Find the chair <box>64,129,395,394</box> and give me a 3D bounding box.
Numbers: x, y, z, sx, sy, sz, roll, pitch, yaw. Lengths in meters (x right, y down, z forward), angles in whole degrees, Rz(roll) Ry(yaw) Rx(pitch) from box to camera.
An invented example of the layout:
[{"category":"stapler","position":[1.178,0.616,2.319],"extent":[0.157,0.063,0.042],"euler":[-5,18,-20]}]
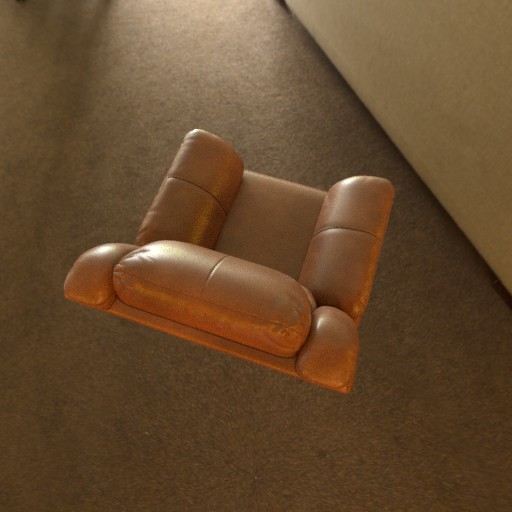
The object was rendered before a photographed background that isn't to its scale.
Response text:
[{"category":"chair","position":[0.000,0.000,1.868],"extent":[0.990,1.093,1.041],"euler":[17,65,8]}]
